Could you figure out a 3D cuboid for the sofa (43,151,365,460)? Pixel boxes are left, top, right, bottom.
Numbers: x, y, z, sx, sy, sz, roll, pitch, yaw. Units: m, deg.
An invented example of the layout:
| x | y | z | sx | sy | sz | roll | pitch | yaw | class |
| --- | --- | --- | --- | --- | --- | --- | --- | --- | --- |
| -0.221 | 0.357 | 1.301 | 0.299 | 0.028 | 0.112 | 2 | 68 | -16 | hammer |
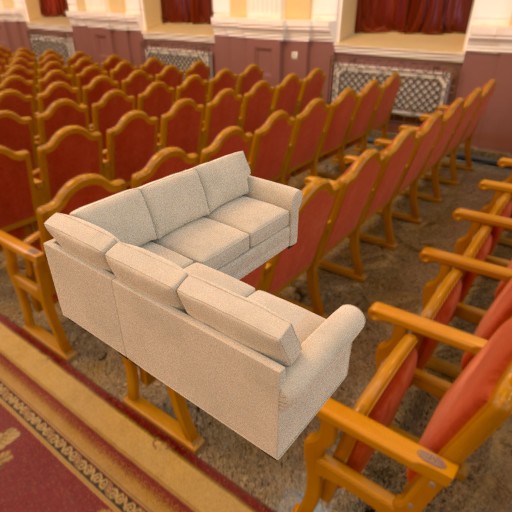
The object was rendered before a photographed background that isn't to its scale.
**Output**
| x | y | z | sx | sy | sz | roll | pitch | yaw | class |
| --- | --- | --- | --- | --- | --- | --- | --- | --- | --- |
| 0.000 | 0.000 | 4.013 | 2.487 | 1.054 | 2.569 | 21 | 37 | 32 | sofa |
